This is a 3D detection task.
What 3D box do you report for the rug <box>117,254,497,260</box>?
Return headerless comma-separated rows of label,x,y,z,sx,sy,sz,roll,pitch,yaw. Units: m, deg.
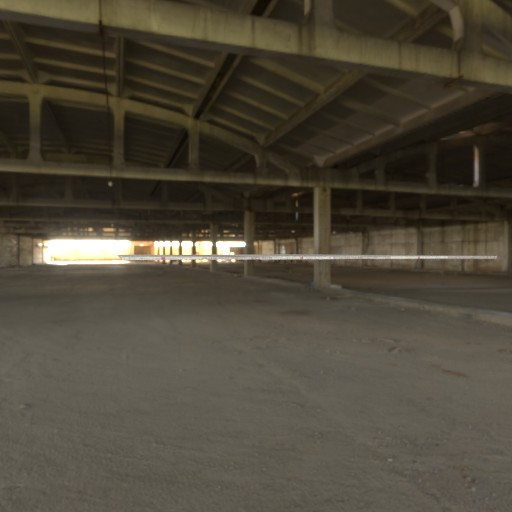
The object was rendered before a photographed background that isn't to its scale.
rug,0.000,0.000,3.913,2.317,0.016,2.959,0,0,-18
